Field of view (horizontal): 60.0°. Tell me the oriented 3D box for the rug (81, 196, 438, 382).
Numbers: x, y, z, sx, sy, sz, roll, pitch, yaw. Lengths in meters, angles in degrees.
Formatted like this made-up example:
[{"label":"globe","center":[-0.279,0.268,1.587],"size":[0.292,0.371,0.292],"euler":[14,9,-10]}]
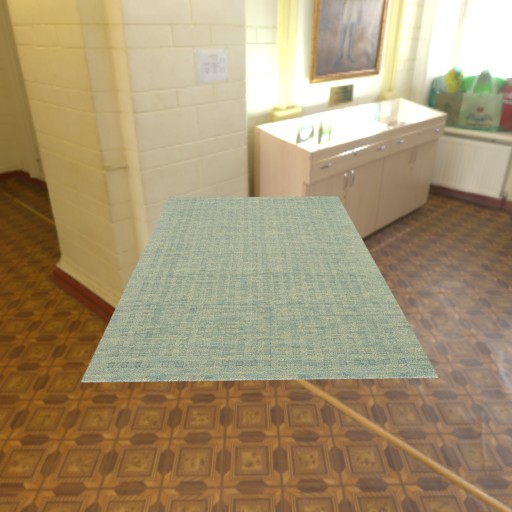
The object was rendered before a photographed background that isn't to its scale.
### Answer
[{"label":"rug","center":[0.000,0.000,2.199],"size":[1.142,0.006,1.752],"euler":[0,27,-1]}]
